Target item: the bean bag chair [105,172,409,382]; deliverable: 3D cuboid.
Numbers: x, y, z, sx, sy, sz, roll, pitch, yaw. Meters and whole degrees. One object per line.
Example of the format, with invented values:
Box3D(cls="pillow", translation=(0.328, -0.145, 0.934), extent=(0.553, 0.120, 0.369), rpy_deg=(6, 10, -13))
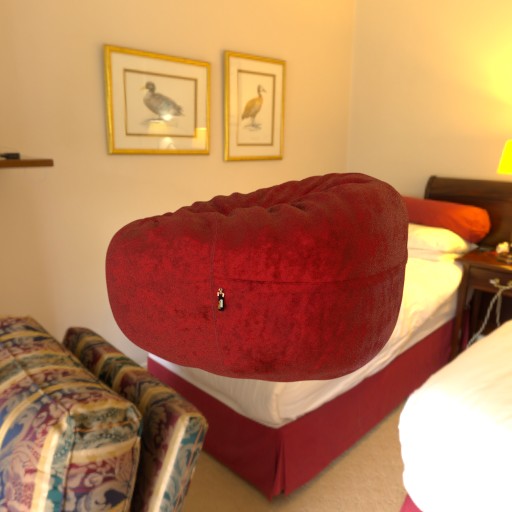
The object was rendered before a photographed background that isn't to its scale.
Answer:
Box3D(cls="bean bag chair", translation=(0.000, 0.000, 2.370), extent=(1.524, 0.878, 1.524), rpy_deg=(2, 15, 8))
